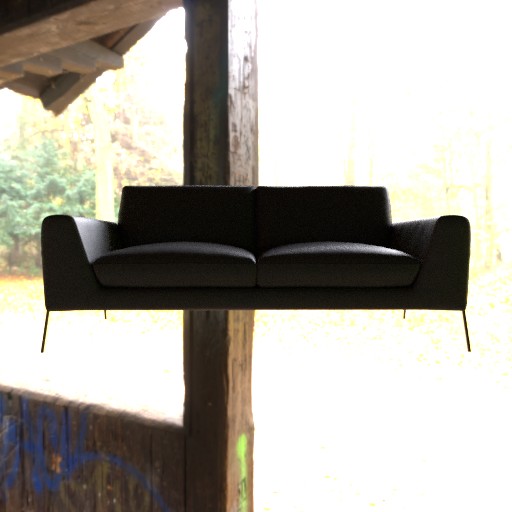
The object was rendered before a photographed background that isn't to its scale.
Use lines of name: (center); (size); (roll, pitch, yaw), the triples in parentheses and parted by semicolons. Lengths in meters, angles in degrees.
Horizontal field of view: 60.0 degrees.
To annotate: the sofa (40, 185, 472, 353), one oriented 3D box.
sofa: (0.000, 0.000, 2.514); (2.017, 0.875, 0.953); (0, 2, -1)
